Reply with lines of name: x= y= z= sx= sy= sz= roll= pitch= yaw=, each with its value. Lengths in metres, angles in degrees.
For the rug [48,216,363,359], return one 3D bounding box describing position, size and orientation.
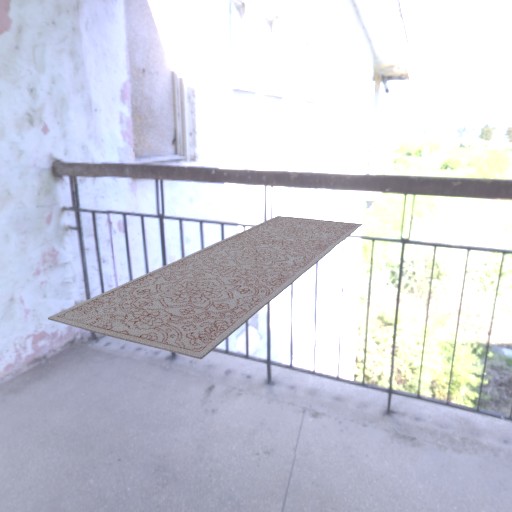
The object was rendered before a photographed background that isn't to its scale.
rug: x=0.000 y=0.000 z=2.751 sx=0.769 sy=0.012 sz=2.448 roll=8 pitch=18 yaw=25
